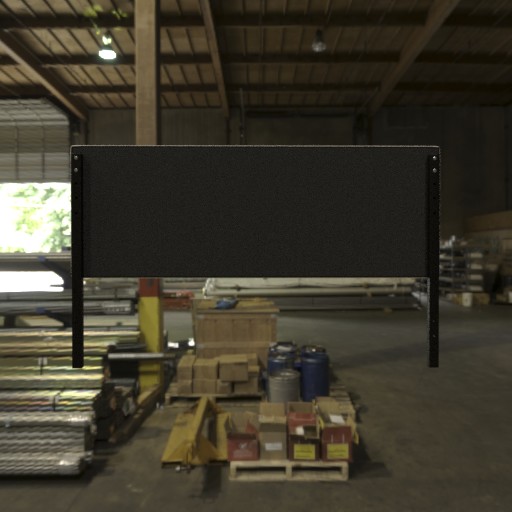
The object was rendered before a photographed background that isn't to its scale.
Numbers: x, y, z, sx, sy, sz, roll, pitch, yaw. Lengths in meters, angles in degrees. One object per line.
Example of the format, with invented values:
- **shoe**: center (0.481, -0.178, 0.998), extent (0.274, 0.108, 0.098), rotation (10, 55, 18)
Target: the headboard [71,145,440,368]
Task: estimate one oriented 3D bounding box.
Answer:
- **headboard**: center (0.000, 0.000, 2.839), extent (2.362, 1.410, 0.120), rotation (0, 0, -1)
